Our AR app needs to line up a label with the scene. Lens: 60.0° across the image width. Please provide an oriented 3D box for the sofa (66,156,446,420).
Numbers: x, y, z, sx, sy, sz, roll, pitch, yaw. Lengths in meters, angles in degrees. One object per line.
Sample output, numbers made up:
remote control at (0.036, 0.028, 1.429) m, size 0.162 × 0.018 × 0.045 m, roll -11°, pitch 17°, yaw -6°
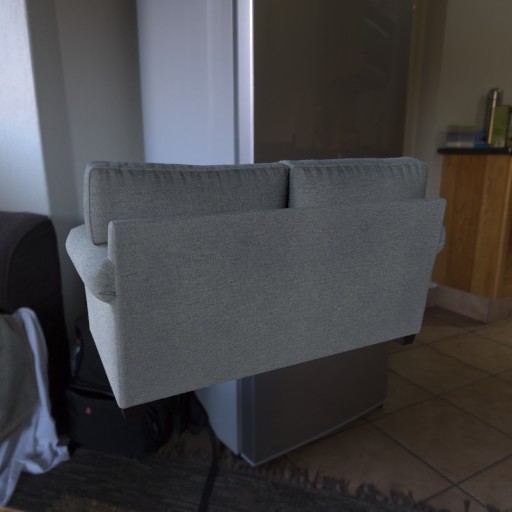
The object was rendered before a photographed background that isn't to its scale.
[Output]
sofa at (0.000, 0.000, 2.221) m, size 1.701 × 0.966 × 0.966 m, roll -7°, pitch 15°, yaw -26°
